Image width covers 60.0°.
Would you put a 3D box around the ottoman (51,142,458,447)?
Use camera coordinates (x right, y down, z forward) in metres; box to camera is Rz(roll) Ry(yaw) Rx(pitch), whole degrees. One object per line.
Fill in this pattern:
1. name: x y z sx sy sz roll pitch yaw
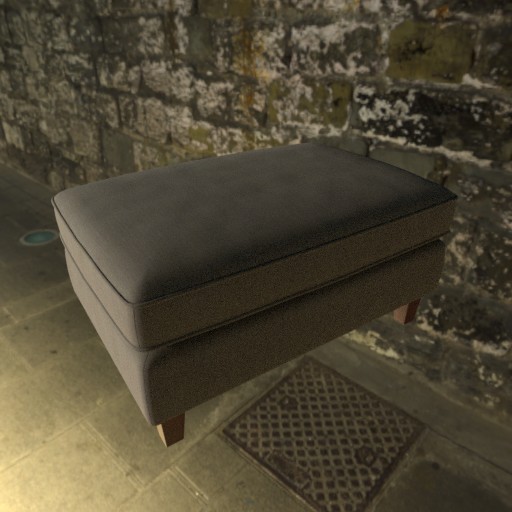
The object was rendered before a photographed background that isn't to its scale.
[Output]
1. ottoman: 0.000 0.000 1.274 0.941 0.480 0.636 -18 34 -29
